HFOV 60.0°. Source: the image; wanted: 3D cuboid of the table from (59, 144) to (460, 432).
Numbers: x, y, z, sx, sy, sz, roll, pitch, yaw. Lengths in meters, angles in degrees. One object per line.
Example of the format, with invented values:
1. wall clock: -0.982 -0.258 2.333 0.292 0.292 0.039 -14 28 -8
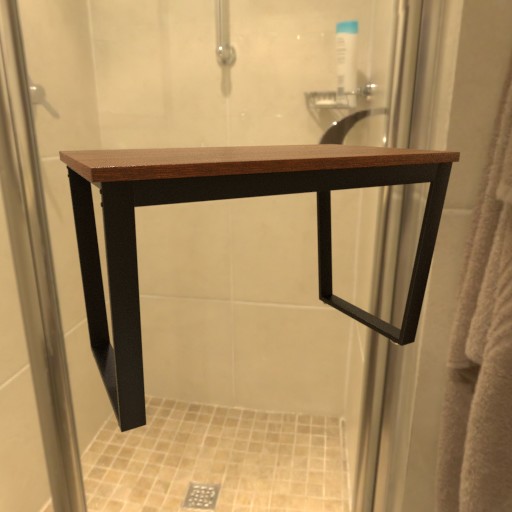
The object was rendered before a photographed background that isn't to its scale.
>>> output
1. table: 0.000 0.000 1.653 1.205 0.760 0.714 -9 19 -27
